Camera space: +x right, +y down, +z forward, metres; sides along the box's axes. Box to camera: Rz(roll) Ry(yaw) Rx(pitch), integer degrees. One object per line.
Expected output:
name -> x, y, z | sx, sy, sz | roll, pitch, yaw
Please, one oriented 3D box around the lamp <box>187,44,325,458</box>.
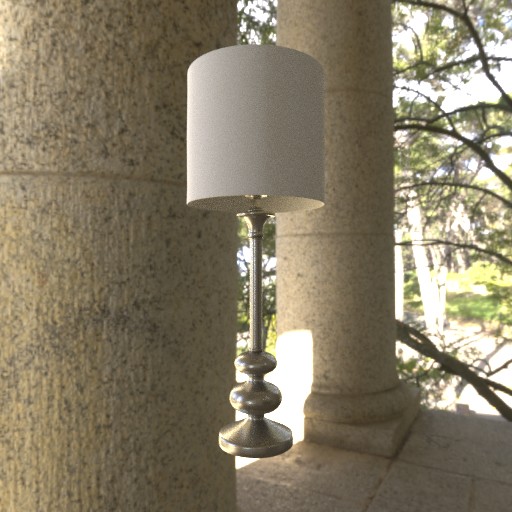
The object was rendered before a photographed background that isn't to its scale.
lamp -> 0.000, 0.000, 0.822 | 0.254, 0.690, 0.254 | 0, -1, 0
